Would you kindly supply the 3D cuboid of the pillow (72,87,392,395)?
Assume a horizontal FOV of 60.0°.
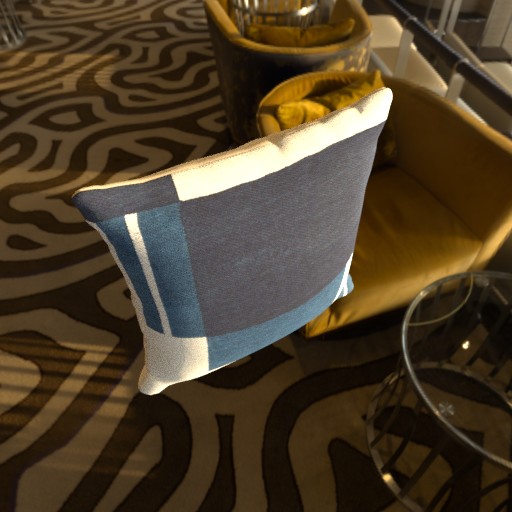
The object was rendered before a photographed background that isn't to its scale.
[{"bbox_3d":[0.000,0.000,0.795,0.536,0.506,0.229,-23,51,-21],"label":"pillow"}]
